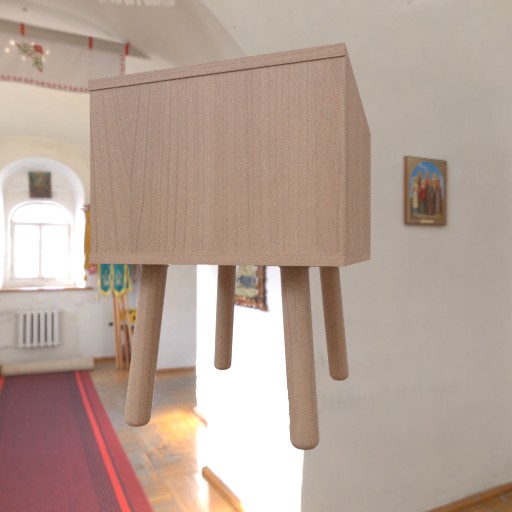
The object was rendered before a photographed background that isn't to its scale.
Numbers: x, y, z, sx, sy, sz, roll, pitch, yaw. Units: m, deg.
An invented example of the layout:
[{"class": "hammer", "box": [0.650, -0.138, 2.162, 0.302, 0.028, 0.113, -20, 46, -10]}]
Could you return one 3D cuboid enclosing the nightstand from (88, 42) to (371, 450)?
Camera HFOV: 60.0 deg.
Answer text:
[{"class": "nightstand", "box": [0.000, 0.000, 0.820, 0.380, 0.530, 0.450, 0, 1, 18]}]
